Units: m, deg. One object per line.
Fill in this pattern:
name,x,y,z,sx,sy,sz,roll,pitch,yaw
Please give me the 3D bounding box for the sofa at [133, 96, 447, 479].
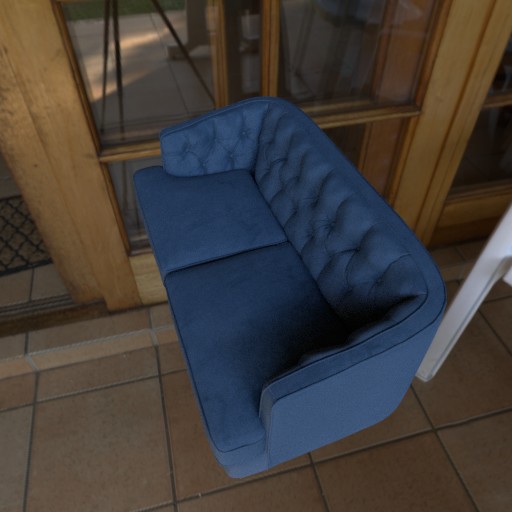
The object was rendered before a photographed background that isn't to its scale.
sofa,0.000,0.000,2.164,0.941,0.854,1.733,-15,48,-14
